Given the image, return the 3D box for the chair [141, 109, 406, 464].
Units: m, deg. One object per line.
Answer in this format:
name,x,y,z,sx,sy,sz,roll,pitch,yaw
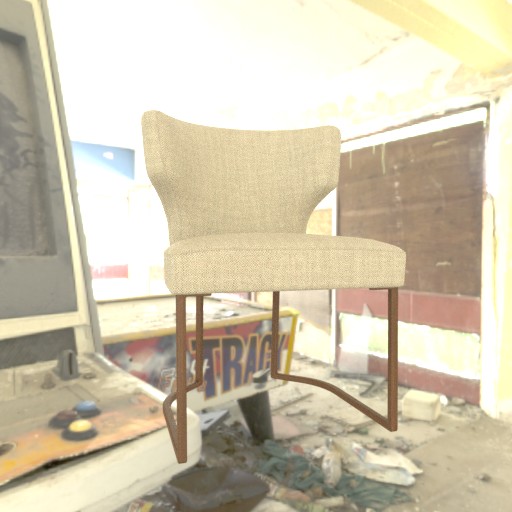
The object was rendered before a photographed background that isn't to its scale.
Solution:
chair,0.000,0.000,1.238,0.611,0.824,0.617,-1,2,-18
